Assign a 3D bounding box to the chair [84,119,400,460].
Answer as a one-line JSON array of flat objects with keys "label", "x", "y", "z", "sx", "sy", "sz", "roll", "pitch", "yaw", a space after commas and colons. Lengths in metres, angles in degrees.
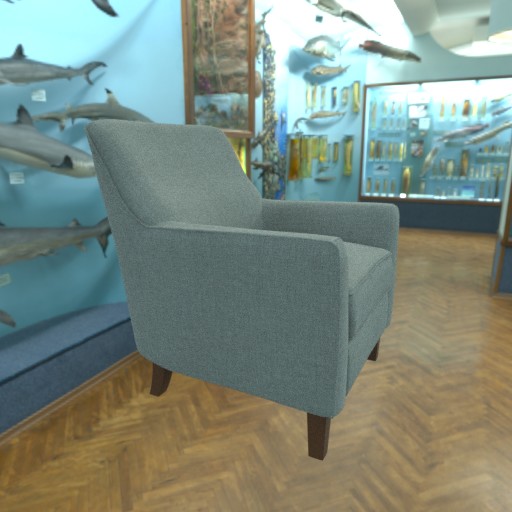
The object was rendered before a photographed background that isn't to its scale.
[{"label": "chair", "x": 0.000, "y": 0.000, "z": 1.785, "sx": 0.993, "sy": 1.047, "sz": 0.887, "roll": 7, "pitch": 16, "yaw": 26}]
